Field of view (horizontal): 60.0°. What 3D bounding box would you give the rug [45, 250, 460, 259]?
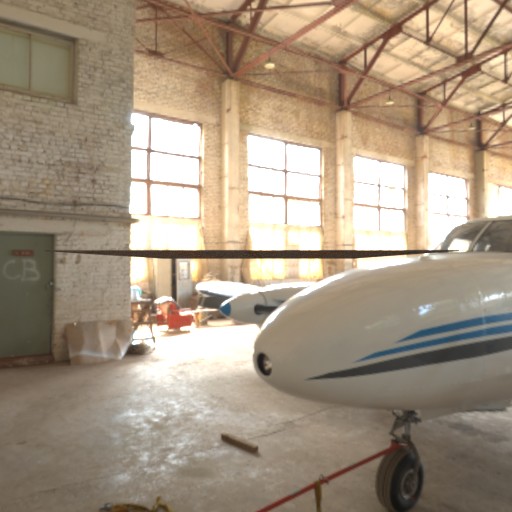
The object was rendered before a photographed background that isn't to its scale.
[{"bbox_3d":[0.000,0.000,4.099,2.425,0.008,3.035,0,-1,1],"label":"rug"}]
